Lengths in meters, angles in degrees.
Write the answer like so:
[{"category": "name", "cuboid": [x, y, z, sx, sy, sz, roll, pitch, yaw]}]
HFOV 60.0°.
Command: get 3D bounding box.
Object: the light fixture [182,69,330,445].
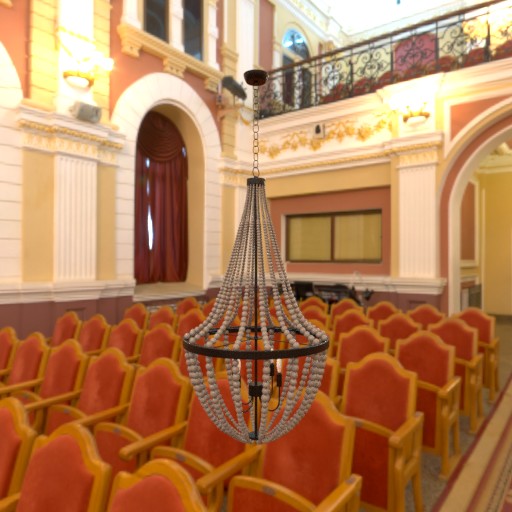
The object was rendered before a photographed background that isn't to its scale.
[{"category": "light fixture", "cuboid": [0.000, 0.000, 1.378, 0.450, 1.133, 0.450, 0, -1, 0]}]
